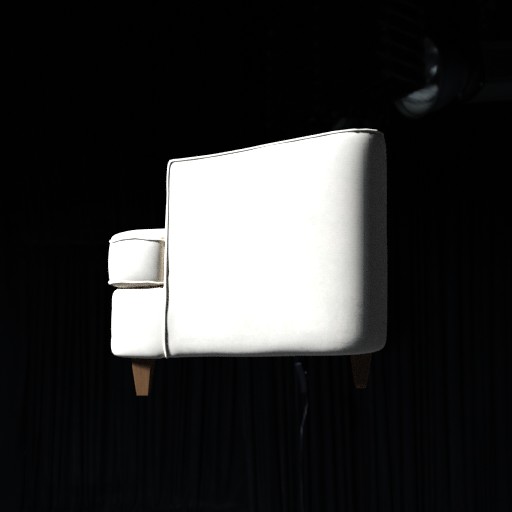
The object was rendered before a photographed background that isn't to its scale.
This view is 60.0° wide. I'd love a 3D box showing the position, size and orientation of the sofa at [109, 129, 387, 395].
[{"bbox_3d":[0.000,0.000,2.194,0.940,0.878,1.731,0,0,0],"label":"sofa"}]
